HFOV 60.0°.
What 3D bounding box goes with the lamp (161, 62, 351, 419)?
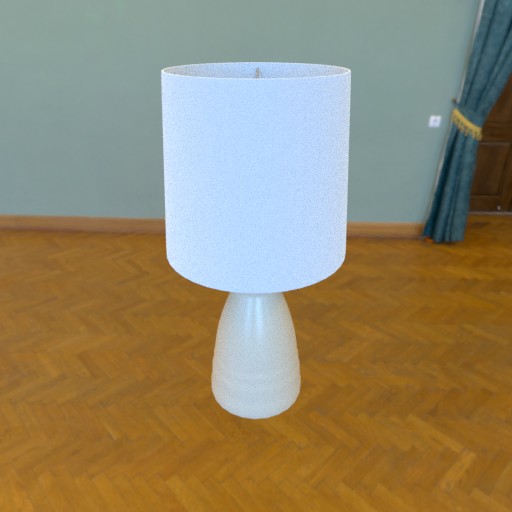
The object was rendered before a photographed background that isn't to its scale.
[{"bbox_3d":[0.000,0.000,0.474,0.186,0.369,0.186,0,27,0],"label":"lamp"}]
